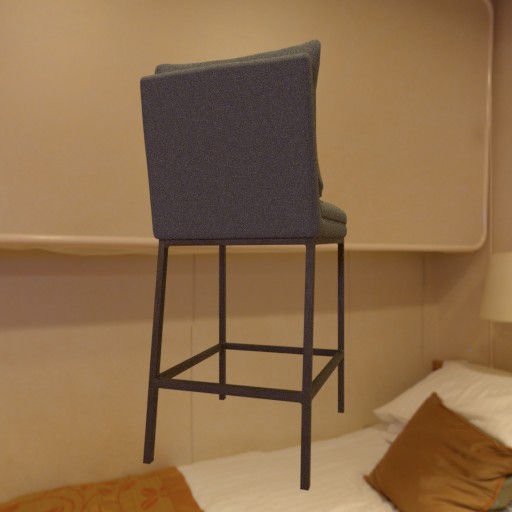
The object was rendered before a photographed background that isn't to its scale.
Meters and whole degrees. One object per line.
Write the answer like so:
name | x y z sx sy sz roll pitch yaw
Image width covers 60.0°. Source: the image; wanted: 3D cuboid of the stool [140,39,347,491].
stool | 0.000 0.000 1.293 0.463 1.031 0.569 0 0 18
